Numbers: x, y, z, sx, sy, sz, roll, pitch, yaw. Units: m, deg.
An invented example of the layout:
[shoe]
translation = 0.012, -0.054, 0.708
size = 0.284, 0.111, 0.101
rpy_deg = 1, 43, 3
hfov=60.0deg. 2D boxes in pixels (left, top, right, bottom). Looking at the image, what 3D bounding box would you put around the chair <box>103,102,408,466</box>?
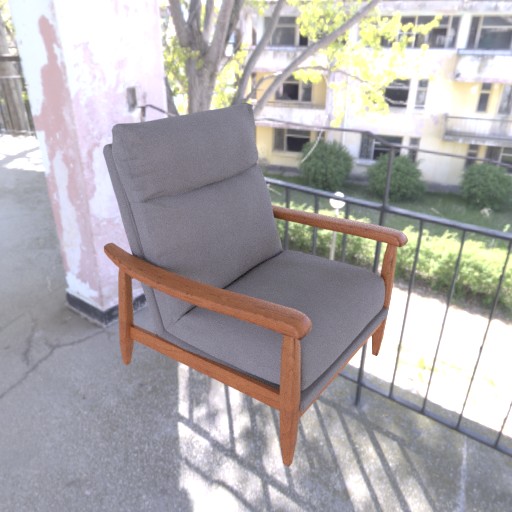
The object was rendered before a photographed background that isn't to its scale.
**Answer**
[chair]
translation = 0.000, 0.000, 1.557
size = 0.816, 0.922, 0.782
rpy_deg = 19, 32, 33
